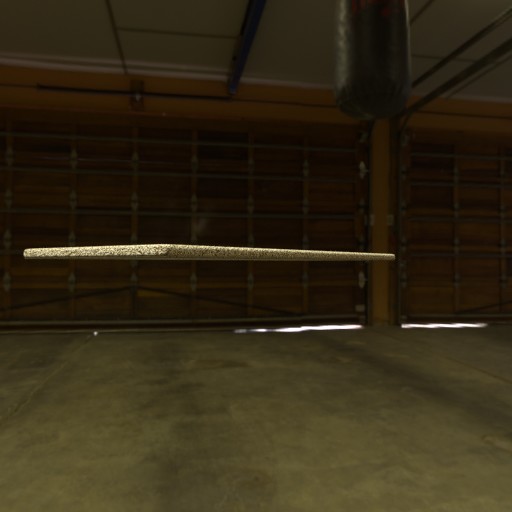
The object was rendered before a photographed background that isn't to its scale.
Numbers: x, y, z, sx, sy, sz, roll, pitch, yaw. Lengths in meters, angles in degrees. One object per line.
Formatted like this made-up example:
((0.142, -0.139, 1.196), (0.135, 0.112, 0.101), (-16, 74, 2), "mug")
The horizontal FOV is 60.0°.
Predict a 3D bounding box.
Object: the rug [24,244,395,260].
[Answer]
((0.000, 0.000, 1.749), (0.609, 0.030, 1.524), (-1, -1, 36), "rug")
